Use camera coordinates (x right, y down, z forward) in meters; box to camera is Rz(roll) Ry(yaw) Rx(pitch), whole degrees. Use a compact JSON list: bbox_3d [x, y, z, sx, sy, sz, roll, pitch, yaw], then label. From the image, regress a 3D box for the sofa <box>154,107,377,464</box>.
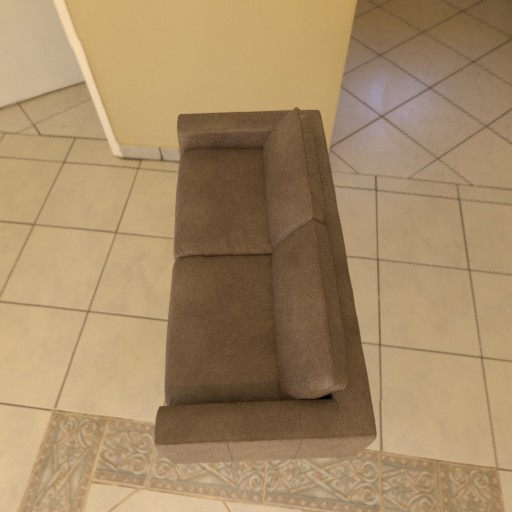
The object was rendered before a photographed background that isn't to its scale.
[{"bbox_3d":[0.000,0.000,2.771,1.070,0.801,2.262,-2,58,-1],"label":"sofa"}]
